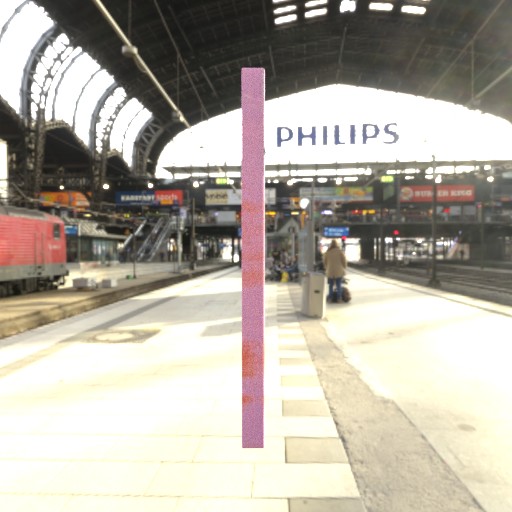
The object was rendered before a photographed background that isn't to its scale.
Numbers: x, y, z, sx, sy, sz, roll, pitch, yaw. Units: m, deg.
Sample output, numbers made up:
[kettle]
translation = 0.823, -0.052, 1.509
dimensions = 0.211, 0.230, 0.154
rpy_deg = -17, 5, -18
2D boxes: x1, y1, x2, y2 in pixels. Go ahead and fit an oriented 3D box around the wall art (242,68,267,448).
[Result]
[wall art]
translation = 0.000, 0.000, 1.160
dimensions = 0.040, 0.609, 0.913
rpy_deg = 0, 1, 0
